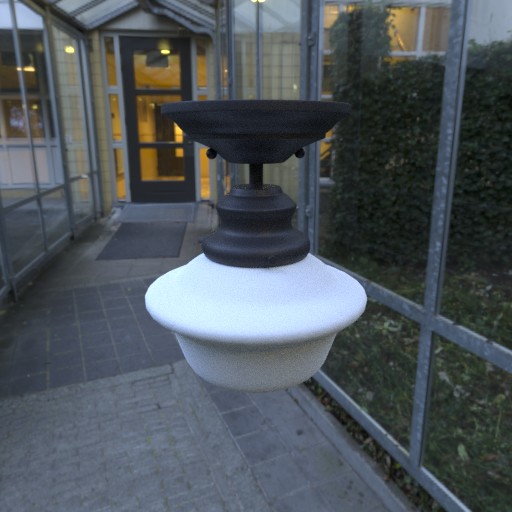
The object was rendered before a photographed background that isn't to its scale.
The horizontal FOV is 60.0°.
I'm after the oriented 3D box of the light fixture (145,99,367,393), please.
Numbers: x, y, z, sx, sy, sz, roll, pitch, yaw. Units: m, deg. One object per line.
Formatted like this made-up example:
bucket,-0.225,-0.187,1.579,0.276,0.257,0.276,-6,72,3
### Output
light fixture,0.000,0.000,0.395,0.197,0.254,0.197,0,16,0
